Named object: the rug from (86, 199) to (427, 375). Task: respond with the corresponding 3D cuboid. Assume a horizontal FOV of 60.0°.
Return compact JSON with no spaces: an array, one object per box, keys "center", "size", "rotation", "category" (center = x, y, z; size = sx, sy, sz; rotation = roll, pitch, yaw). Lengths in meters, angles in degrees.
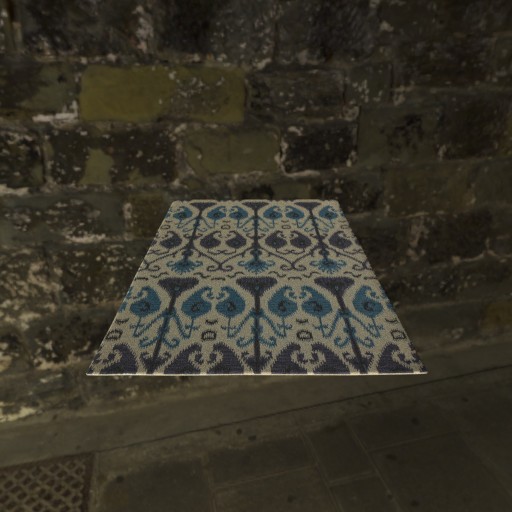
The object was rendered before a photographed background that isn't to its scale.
[{"center":[0.000,0.000,2.146],"size":[1.072,0.013,1.698],"rotation":[0,26,0],"category":"rug"}]
